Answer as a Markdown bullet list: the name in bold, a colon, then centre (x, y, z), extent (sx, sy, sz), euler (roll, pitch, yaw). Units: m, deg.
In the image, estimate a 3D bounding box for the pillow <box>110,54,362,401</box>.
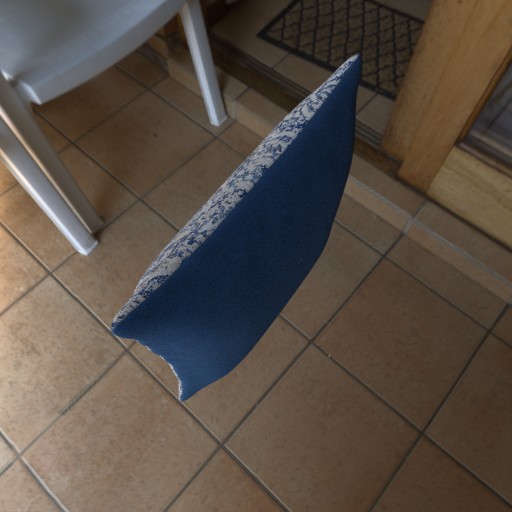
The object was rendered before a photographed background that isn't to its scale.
- **pillow**: centre (0.000, 0.000, 0.780), extent (0.166, 0.510, 0.523), euler (33, 68, 15)
